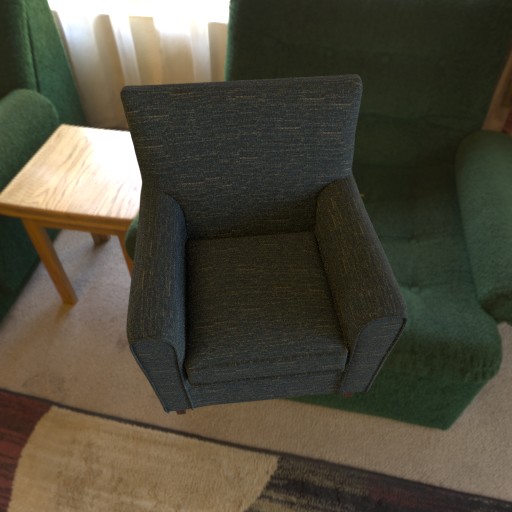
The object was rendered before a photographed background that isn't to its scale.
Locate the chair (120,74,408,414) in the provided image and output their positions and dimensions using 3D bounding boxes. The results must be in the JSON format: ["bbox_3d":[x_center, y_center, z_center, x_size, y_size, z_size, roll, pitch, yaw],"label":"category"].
[{"bbox_3d":[0.000,0.000,1.629,0.864,0.928,0.873,-4,48,-4],"label":"chair"}]
